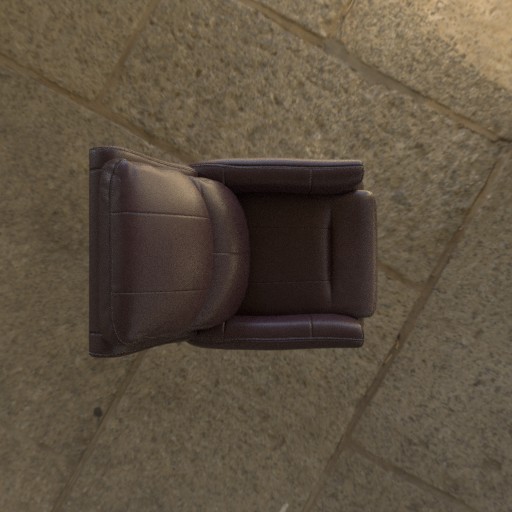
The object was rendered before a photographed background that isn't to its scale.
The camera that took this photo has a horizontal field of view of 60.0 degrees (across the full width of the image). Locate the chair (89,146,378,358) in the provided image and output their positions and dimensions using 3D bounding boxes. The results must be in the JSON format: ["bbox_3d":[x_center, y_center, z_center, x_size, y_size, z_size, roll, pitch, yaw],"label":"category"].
[{"bbox_3d":[0.000,0.000,1.834,1.080,1.030,0.829,0,89,1],"label":"chair"}]
